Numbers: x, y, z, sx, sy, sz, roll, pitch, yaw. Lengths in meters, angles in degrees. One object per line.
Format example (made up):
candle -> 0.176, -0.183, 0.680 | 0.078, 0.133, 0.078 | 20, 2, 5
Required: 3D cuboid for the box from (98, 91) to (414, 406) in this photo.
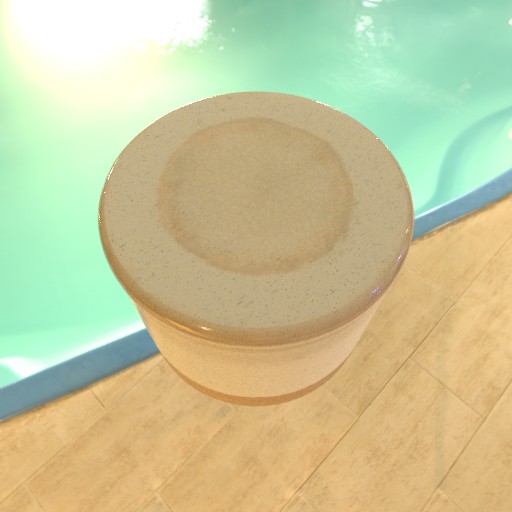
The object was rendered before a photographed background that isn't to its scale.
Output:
box -> 0.000, 0.000, 0.266 | 0.154, 0.123, 0.154 | 0, 58, 0
